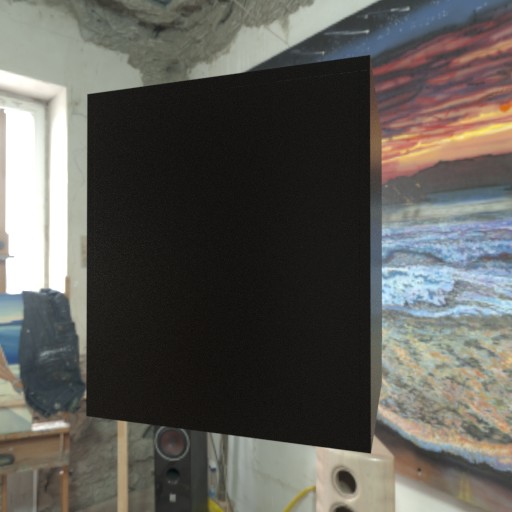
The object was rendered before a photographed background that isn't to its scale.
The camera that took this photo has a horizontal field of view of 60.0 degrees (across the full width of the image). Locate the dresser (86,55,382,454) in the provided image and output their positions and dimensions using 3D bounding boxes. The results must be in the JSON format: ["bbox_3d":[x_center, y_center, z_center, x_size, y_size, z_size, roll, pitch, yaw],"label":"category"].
[{"bbox_3d":[0.000,0.000,0.753,0.400,0.470,0.360,0,0,18],"label":"dresser"}]
